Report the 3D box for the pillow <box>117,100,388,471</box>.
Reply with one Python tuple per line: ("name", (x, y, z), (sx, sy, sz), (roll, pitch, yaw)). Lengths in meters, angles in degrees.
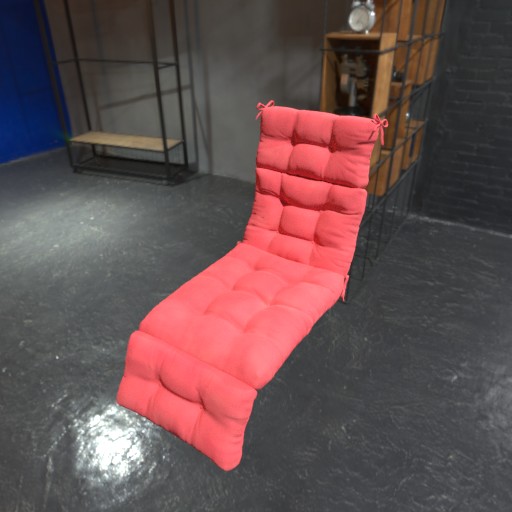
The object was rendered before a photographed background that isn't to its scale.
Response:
("pillow", (0.000, 0.000, 1.547), (0.526, 0.863, 1.016), (18, 34, 28))
